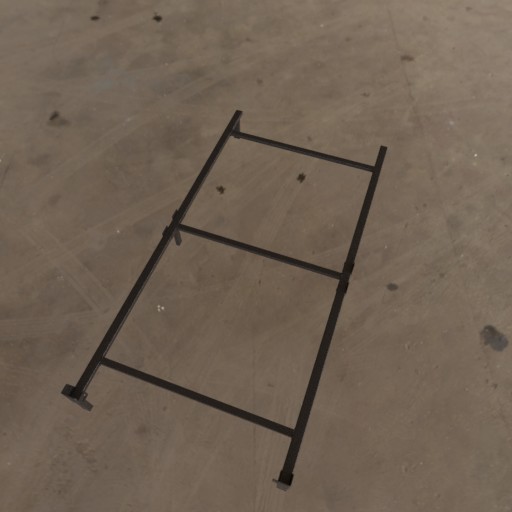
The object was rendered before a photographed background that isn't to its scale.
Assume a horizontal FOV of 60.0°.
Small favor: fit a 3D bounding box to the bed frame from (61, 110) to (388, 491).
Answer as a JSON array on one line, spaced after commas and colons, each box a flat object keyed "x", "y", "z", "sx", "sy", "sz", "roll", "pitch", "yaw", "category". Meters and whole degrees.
[{"x": 0.000, "y": 0.000, "z": 2.257, "sx": 0.968, "sy": 0.248, "sz": 1.897, "roll": 17, "pitch": 59, "yaw": 11, "category": "bed frame"}]
